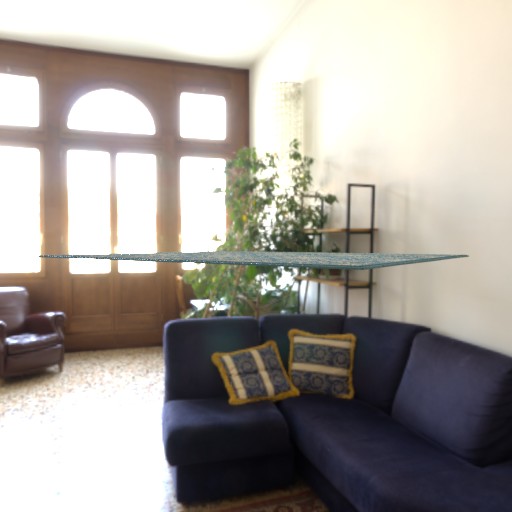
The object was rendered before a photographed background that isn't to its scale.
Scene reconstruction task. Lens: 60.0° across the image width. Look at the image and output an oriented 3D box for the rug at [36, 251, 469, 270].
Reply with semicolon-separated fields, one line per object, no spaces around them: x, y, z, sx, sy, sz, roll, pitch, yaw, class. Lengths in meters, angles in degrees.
0.000;0.000;3.864;2.964;0.018;2.350;1;2;36;rug
